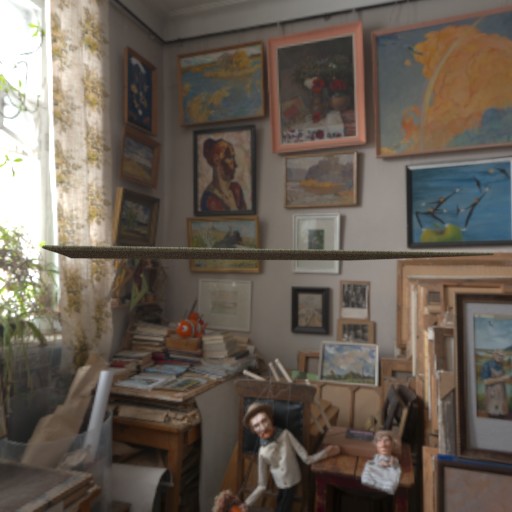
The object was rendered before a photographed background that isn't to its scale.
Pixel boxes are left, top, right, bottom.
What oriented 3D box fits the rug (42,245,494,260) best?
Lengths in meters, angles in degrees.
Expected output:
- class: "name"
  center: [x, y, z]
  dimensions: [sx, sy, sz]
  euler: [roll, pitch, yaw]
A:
- class: "rug"
  center: [0.000, 0.000, 2.272]
  dimensions: [1.846, 0.014, 1.243]
  euler: [1, -2, -19]
